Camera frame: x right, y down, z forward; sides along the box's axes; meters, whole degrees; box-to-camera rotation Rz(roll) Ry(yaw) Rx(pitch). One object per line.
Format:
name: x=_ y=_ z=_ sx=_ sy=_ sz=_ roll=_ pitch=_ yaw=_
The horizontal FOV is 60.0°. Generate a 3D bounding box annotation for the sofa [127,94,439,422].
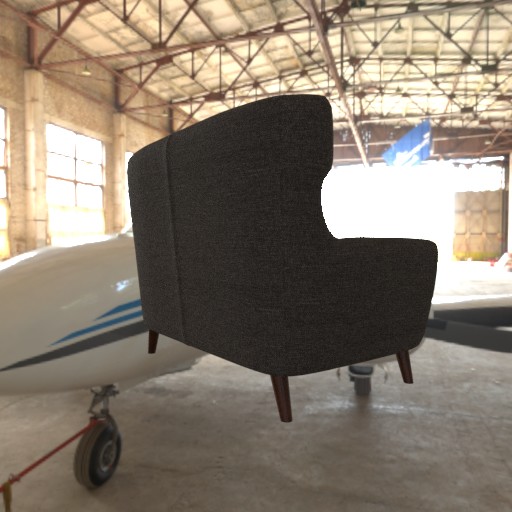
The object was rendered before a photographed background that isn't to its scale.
sofa: x=0.000 y=0.000 z=2.025 sx=0.874 sy=1.028 sz=1.358 roll=-1 pitch=2 yaw=-36
